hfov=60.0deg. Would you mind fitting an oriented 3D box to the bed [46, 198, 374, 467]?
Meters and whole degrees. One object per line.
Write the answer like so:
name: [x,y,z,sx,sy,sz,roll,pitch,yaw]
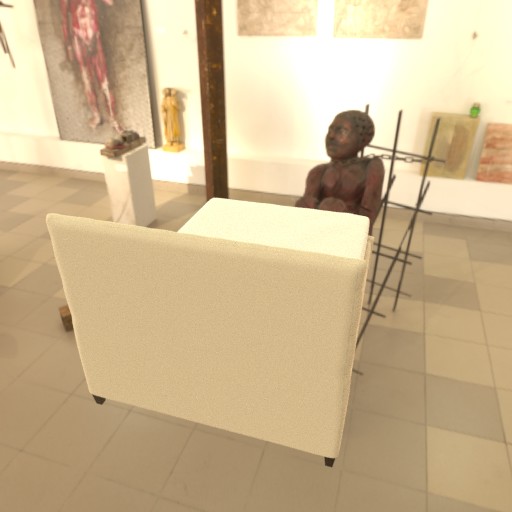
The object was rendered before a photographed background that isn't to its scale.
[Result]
bed: [0.000,0.000,3.391,1.696,1.426,2.233,9,31,15]
